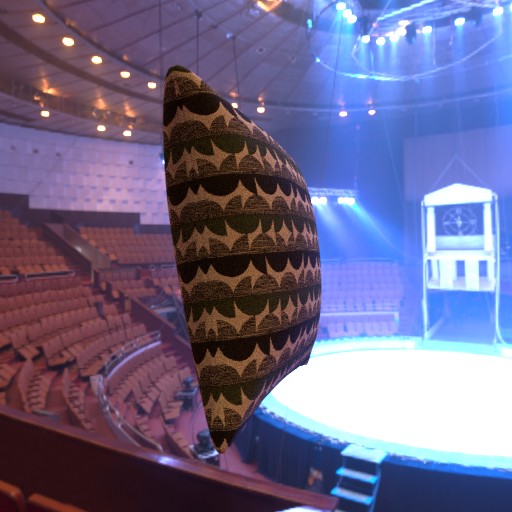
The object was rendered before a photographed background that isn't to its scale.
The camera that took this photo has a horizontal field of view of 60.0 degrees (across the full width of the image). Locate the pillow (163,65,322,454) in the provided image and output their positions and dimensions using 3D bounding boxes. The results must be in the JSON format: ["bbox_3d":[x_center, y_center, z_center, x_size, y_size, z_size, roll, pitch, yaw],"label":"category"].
[{"bbox_3d":[0.000,0.000,0.648,0.180,0.404,0.419,0,-1,18],"label":"pillow"}]
